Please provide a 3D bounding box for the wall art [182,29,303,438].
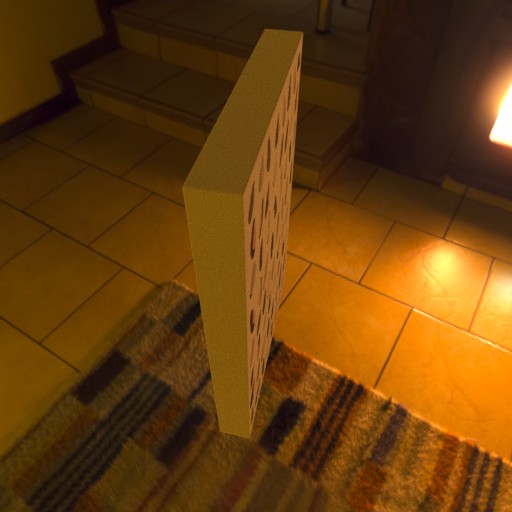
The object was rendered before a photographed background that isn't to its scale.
[{"bbox_3d":[0.000,0.000,0.488,0.039,0.381,0.252,9,48,8],"label":"wall art"}]
